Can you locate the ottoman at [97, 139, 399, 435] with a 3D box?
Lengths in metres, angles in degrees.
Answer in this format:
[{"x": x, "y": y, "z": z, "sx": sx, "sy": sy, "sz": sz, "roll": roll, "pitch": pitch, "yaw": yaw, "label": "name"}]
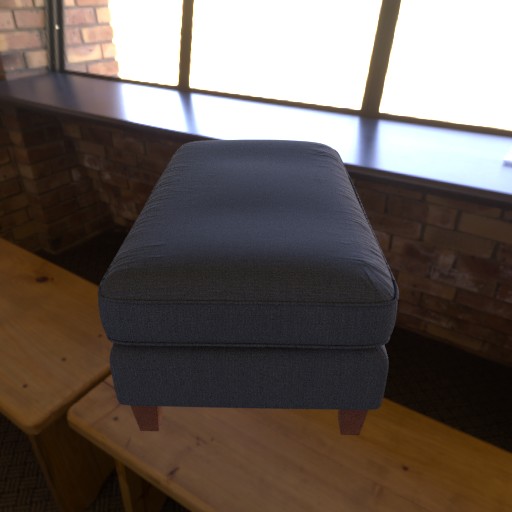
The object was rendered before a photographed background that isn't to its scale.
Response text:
[{"x": 0.000, "y": 0.000, "z": 1.214, "sx": 0.570, "sy": 0.438, "sz": 0.885, "roll": 1, "pitch": 31, "yaw": 1, "label": "ottoman"}]
